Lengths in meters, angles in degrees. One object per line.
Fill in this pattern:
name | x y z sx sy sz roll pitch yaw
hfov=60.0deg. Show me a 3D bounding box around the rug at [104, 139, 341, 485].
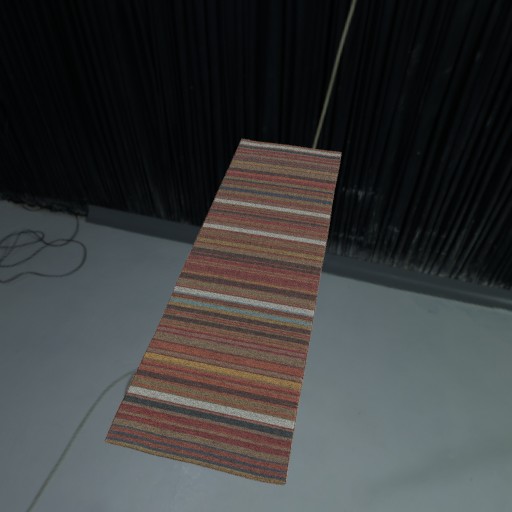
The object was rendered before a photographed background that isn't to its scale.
rug | 0.000 0.000 2.660 0.799 0.030 2.444 9 48 9
